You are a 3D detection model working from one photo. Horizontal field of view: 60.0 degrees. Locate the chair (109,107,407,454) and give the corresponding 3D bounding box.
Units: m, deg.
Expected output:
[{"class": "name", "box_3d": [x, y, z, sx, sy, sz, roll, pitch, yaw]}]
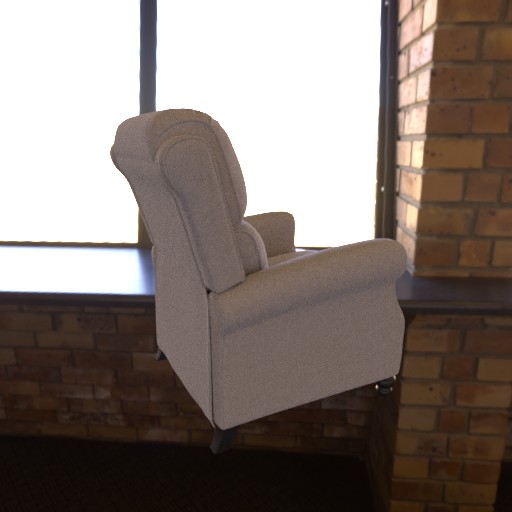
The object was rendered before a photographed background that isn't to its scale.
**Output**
[{"class": "chair", "box_3d": [0.000, 0.000, 1.721, 0.919, 1.046, 0.859, -7, 16, -26]}]
